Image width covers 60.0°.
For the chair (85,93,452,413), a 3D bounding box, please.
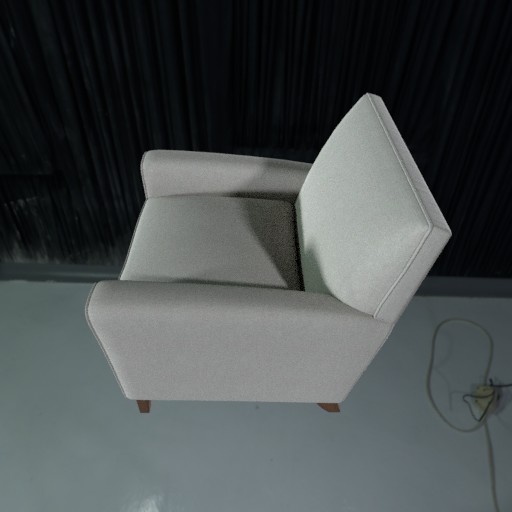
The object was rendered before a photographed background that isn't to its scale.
[{"bbox_3d":[0.000,0.000,1.532,0.871,0.846,0.840,0,42,0],"label":"chair"}]
